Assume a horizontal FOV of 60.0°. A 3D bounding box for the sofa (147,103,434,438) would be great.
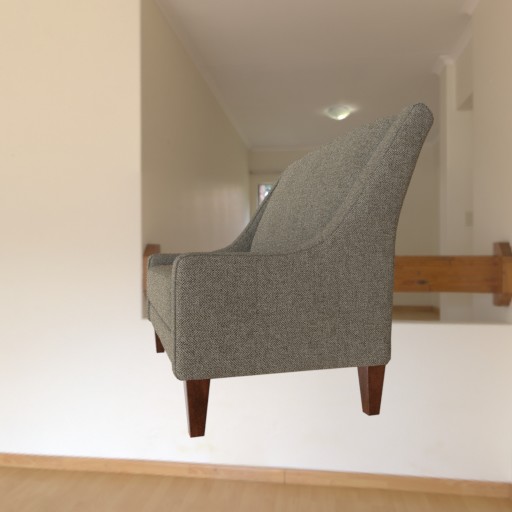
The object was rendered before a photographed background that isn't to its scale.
[{"bbox_3d":[0.000,0.000,1.914,0.870,1.021,1.242,0,0,-17],"label":"sofa"}]
